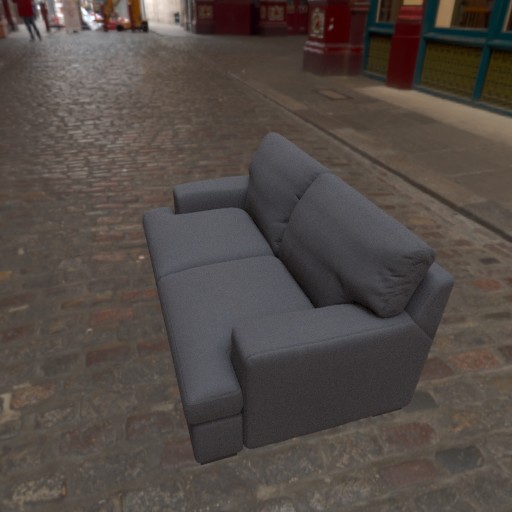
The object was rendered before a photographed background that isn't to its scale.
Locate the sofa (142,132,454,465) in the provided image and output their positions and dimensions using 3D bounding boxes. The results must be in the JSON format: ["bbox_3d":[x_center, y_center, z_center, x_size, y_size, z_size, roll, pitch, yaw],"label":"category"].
[{"bbox_3d":[0.000,0.000,2.526,1.143,0.940,1.880,-9,32,-15],"label":"sofa"}]
